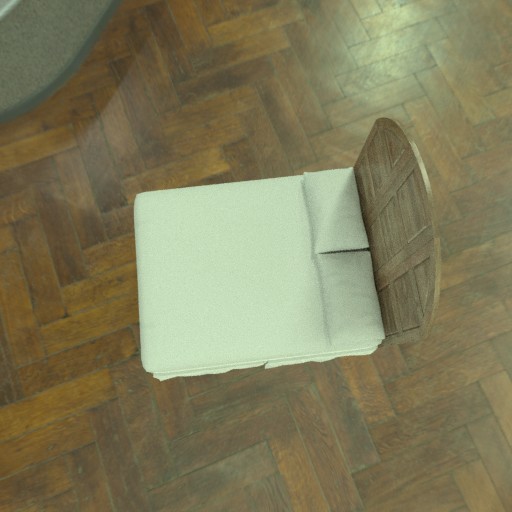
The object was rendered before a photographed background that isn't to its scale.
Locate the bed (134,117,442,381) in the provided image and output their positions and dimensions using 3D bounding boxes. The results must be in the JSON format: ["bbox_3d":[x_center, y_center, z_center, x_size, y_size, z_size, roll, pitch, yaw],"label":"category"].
[{"bbox_3d":[0.000,0.000,3.501,2.112,2.002,1.713,-6,75,-2],"label":"bed"}]
